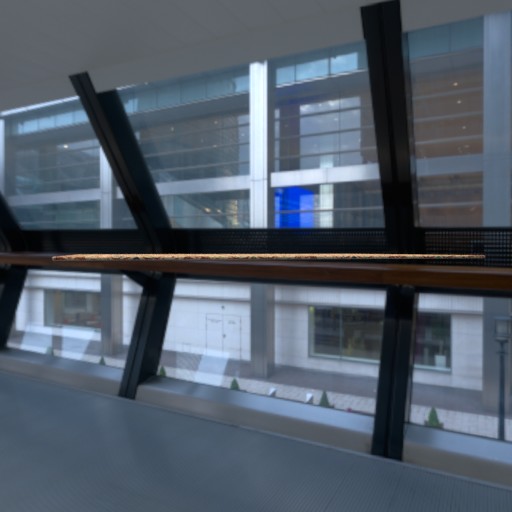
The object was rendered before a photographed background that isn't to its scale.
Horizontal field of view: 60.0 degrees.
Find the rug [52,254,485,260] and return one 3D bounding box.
[{"bbox_3d":[0.000,0.000,2.348,1.838,0.013,1.226,0,1,-18],"label":"rug"}]
